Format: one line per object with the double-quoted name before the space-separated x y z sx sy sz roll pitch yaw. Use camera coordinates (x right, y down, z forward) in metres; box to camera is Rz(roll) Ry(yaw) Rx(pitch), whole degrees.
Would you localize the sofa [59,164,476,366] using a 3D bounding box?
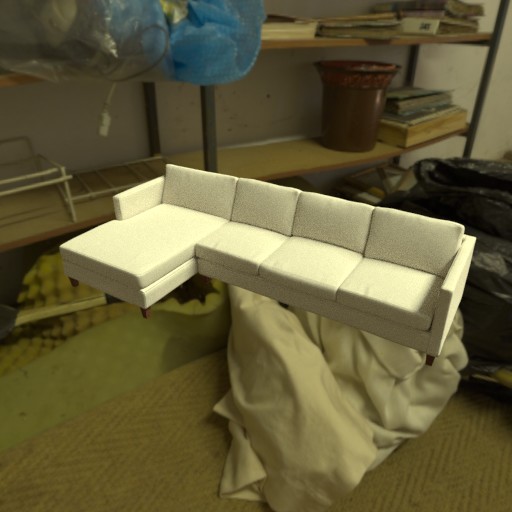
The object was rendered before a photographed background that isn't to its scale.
"sofa" 0.000 0.000 3.807 3.186 0.846 1.625 17 33 28
